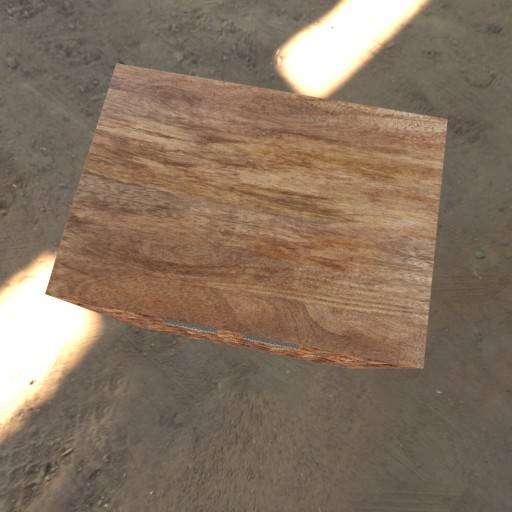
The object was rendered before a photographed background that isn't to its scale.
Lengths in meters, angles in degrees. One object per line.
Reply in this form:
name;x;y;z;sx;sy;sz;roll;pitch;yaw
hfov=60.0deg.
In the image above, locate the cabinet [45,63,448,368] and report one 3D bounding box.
cabinet;0.000;0.000;1.162;0.647;0.758;0.473;11;76;3
